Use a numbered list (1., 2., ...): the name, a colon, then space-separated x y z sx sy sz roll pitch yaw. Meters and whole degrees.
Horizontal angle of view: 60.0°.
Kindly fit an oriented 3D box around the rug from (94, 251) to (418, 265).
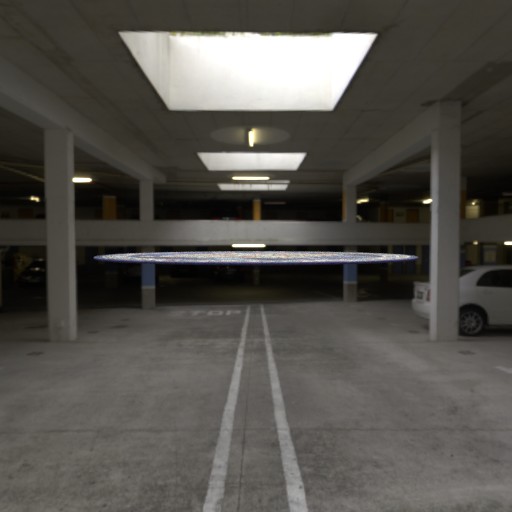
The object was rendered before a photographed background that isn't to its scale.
1. rug: 0.000 0.000 2.311 1.591 0.010 1.591 0 2 0
